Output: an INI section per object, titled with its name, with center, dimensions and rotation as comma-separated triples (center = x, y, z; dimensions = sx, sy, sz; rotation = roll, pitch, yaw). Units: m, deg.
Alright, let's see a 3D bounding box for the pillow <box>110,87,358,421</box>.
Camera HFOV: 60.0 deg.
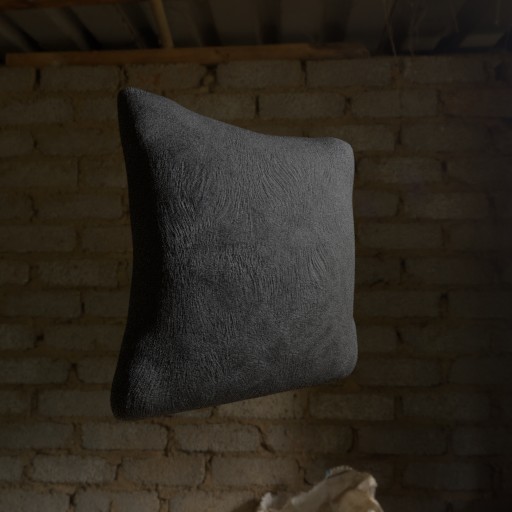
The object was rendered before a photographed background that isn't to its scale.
[pillow]
center = 0.000, 0.000, 0.828
dimensions = 0.533, 0.523, 0.210
rotation = 2, -3, -36
